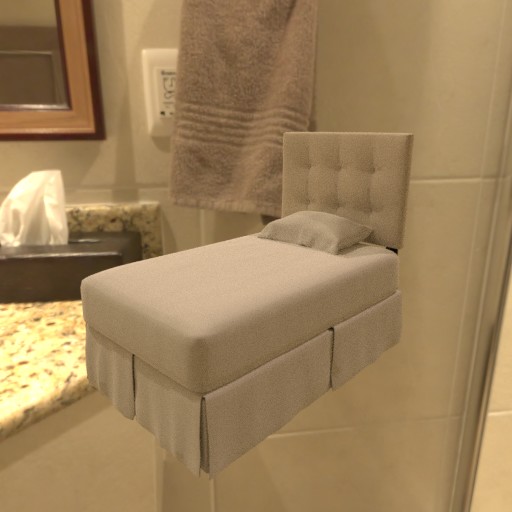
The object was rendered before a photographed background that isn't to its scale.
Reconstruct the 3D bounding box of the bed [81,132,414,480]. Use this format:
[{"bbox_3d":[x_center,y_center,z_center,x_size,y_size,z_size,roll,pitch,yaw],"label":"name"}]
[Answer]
[{"bbox_3d":[0.000,0.000,2.951,1.261,1.571,1.997,15,22,42],"label":"bed"}]
